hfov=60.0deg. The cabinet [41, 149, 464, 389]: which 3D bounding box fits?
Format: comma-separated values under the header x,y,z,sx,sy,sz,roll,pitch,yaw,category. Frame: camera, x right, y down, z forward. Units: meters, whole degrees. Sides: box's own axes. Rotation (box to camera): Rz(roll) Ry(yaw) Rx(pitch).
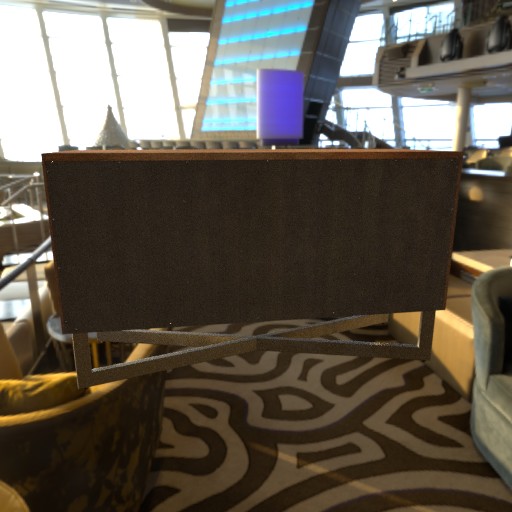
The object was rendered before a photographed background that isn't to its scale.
x,y,z,sx,sy,sz,roll,pitch,yaw,category
0.000,0.000,1.753,1.373,0.812,0.480,-2,15,-9,cabinet
